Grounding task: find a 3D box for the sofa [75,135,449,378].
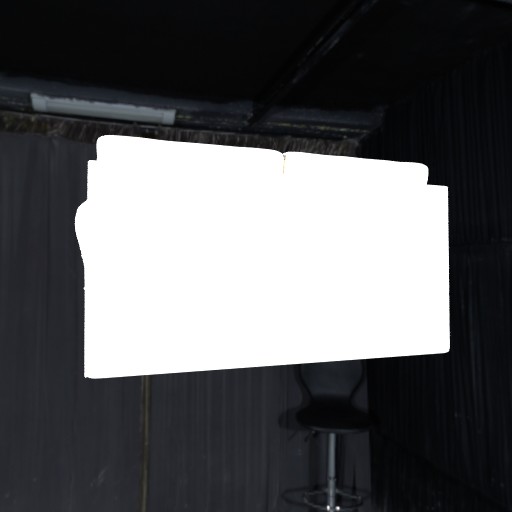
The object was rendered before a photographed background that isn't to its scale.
[{"bbox_3d":[0.000,0.000,2.329,1.727,0.940,0.991,1,-2,-19],"label":"sofa"}]
